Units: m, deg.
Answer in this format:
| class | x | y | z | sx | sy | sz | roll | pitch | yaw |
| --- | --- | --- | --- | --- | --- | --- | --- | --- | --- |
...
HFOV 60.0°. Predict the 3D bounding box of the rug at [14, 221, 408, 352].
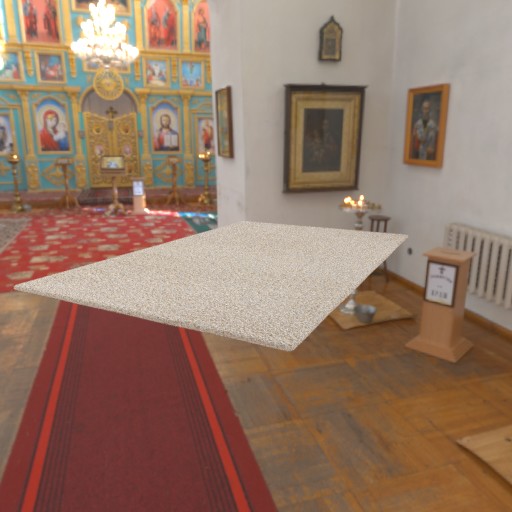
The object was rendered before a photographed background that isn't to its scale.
| class | x | y | z | sx | sy | sz | roll | pitch | yaw |
| --- | --- | --- | --- | --- | --- | --- | --- | --- | --- |
| rug | 0.000 | 0.000 | 3.366 | 1.778 | 0.030 | 2.743 | 7 | 15 | 27 |
